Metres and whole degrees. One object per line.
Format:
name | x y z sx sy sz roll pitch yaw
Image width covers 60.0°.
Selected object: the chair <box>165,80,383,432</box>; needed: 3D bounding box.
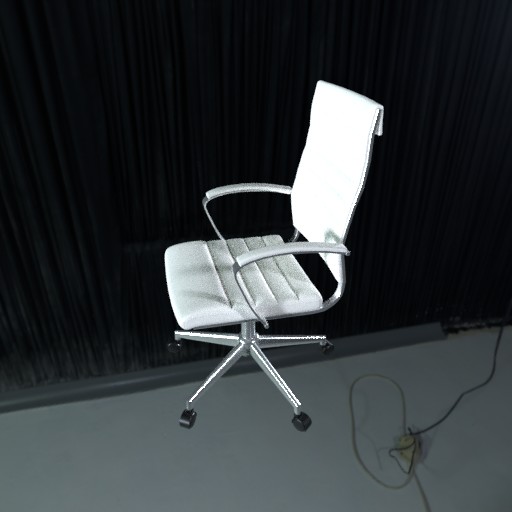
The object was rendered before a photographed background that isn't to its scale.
chair | 0.000 0.000 1.664 0.739 1.149 0.766 -8 31 -13
